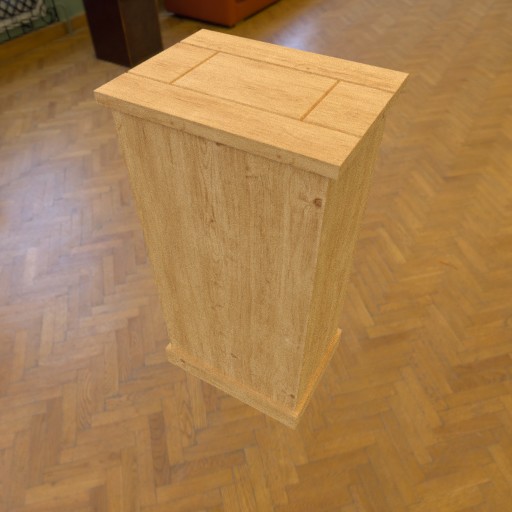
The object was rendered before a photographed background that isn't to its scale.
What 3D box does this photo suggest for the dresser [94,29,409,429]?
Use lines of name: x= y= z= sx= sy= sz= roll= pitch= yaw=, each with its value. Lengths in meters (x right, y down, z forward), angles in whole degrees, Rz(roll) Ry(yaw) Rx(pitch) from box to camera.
dresser: x=0.000 y=0.000 z=1.294 sx=0.531 sy=1.041 sz=0.390 roll=22 pitch=50 yaw=20
